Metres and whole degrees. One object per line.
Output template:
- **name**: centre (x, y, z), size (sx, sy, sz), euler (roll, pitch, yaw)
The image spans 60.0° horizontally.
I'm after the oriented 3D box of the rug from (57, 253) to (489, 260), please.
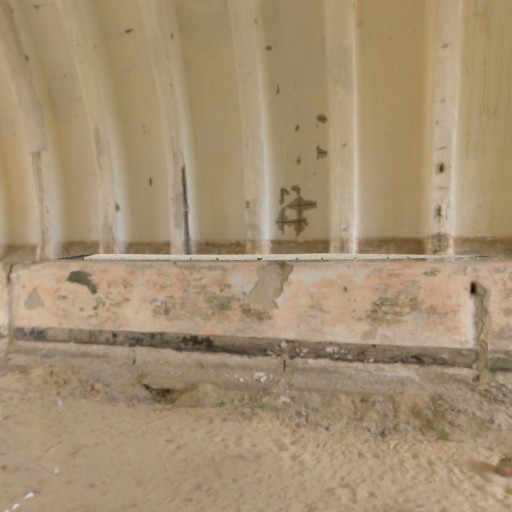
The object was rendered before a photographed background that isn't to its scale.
- **rug**: centre (0.000, 0.000, 4.211), size (3.221, 0.026, 2.342), euler (0, 1, -18)
